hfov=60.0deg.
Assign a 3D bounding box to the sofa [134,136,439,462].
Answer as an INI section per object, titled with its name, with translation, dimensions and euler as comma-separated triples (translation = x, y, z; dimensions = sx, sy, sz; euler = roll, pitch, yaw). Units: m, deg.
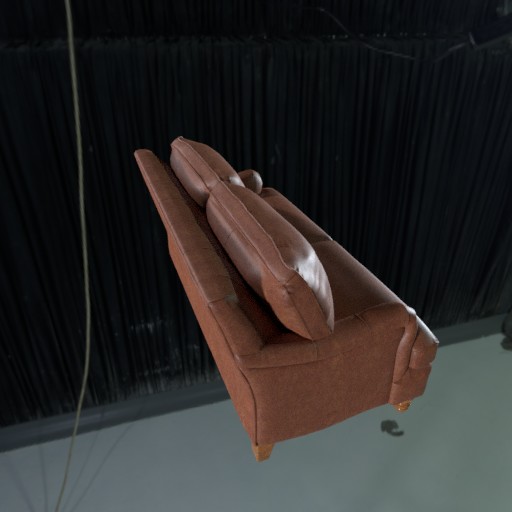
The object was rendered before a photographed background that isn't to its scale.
[sofa]
translation = 0.000, 0.000, 2.796
dimensions = 1.147, 1.071, 2.144
euler = -11, 31, -18
